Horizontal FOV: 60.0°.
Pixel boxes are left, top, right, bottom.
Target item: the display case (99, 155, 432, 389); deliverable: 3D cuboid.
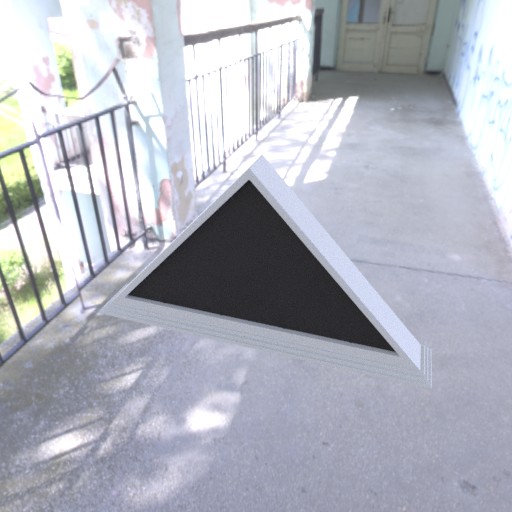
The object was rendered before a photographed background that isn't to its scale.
[{"bbox_3d":[0.000,0.000,0.768,0.640,0.340,0.095,10,33,15],"label":"display case"}]
